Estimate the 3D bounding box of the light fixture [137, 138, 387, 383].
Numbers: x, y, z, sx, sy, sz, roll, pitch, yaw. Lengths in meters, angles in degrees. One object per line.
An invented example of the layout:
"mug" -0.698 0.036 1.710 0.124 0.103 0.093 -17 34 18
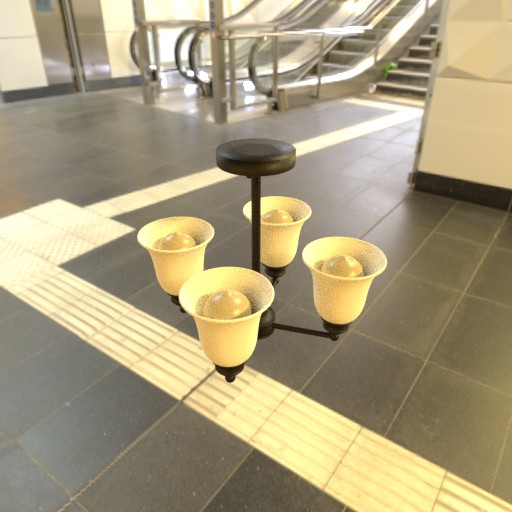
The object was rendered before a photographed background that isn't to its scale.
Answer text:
"light fixture" 0.000 0.000 1.893 1.069 0.925 1.069 8 31 14
